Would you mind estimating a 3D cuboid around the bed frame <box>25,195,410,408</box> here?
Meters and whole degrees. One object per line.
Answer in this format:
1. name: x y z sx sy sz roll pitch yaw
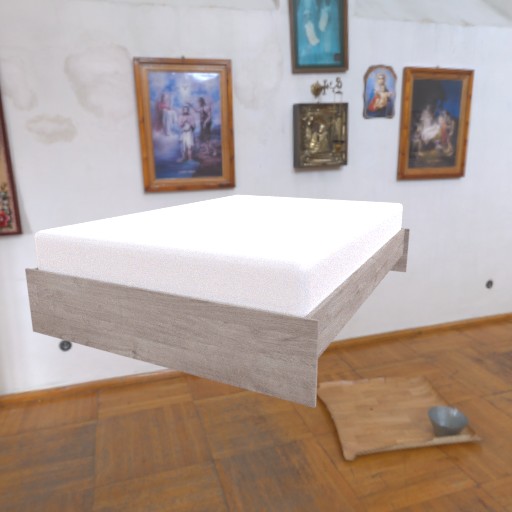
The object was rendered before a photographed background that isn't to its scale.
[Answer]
1. bed frame: 0.000 0.000 2.623 1.445 0.497 1.945 7 15 26
